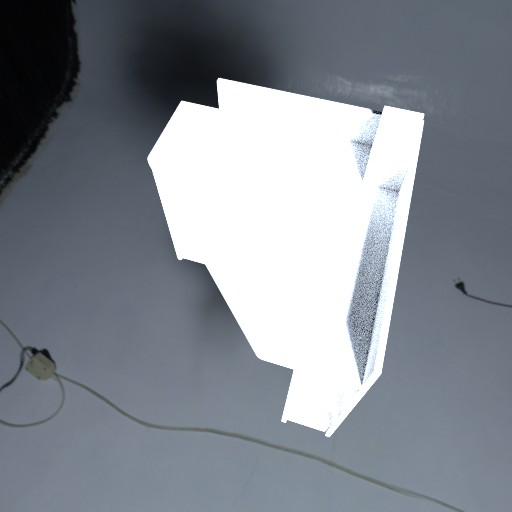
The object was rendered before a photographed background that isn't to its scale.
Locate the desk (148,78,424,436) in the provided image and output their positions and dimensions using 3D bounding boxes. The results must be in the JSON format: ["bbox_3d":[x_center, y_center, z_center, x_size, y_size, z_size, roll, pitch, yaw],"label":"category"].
[{"bbox_3d":[0.000,0.000,1.746,0.940,0.986,0.940,15,60,9],"label":"desk"}]
